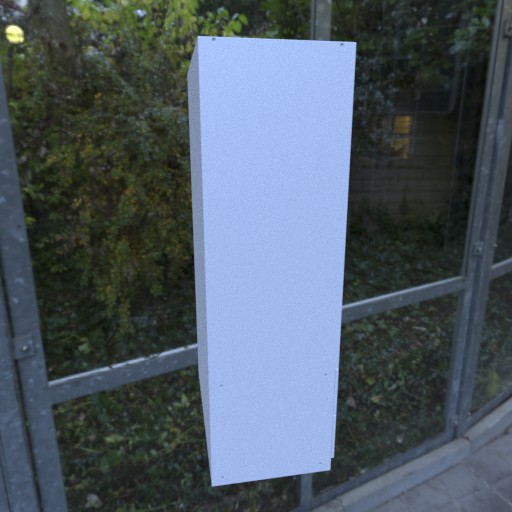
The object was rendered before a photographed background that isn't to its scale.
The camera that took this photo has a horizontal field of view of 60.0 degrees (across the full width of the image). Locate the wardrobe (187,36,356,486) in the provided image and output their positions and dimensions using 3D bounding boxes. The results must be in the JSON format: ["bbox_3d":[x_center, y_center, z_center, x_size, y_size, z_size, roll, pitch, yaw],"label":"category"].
[{"bbox_3d":[0.000,0.000,2.230,0.577,1.808,0.991,-3,16,-10],"label":"wardrobe"}]
